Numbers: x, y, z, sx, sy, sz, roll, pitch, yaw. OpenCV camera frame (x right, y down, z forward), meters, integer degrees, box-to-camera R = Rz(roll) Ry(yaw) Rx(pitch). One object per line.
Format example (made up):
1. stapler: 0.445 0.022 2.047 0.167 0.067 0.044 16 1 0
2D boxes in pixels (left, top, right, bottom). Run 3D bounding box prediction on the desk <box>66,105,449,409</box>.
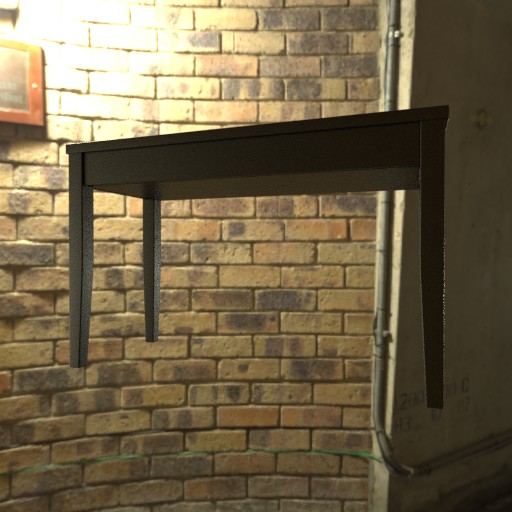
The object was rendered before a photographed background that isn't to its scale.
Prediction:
1. desk: 0.000 0.000 1.567 1.220 0.775 0.508 0 1 20
